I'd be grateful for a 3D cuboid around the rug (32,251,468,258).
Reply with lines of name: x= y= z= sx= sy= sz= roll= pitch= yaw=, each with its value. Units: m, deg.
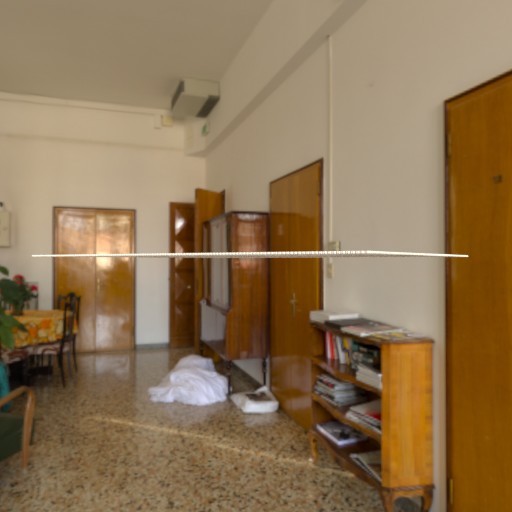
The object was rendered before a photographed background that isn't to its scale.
rug: x=0.000 y=0.000 z=3.942 sx=3.048 sy=0.013 sz=2.438 roll=0 pitch=-1 yaw=35
